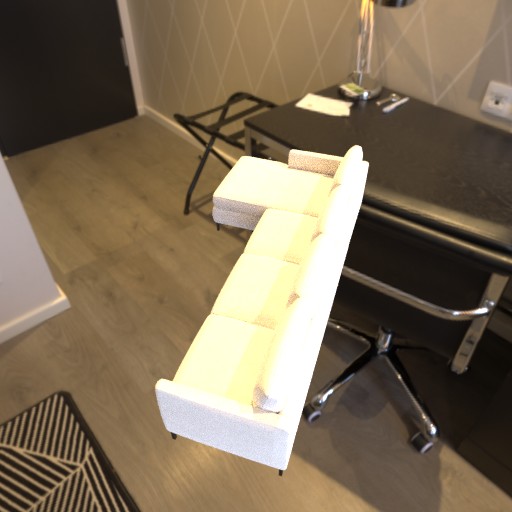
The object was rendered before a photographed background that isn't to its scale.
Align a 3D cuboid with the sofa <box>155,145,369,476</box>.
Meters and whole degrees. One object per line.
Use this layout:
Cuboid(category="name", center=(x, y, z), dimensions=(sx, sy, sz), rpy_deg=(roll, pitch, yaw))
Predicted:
Cuboid(category="sofa", center=(0.000, 0.000, 3.885), dimensions=(1.467, 0.875, 3.186), rpy_deg=(13, 43, 14))
